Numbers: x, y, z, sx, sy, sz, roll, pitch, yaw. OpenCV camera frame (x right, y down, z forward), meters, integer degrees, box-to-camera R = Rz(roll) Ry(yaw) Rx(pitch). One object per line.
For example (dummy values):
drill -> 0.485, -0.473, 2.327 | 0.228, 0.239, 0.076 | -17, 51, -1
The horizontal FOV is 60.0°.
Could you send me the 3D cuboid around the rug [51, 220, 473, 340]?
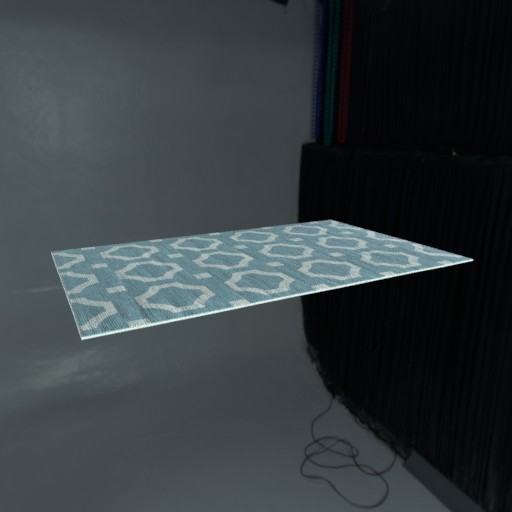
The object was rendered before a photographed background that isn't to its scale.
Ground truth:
rug -> 0.000, 0.000, 3.016 | 2.443, 0.015, 1.528 | -8, 18, -27
